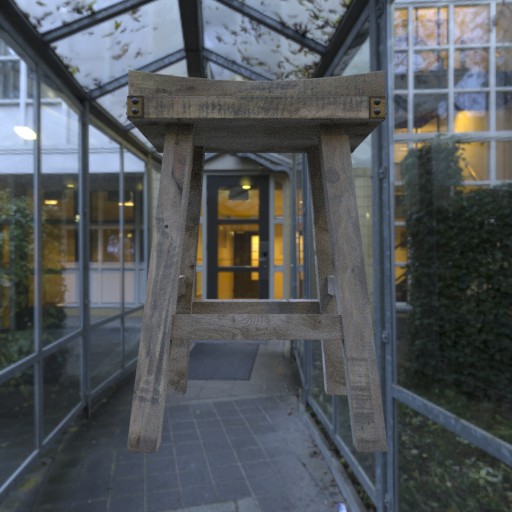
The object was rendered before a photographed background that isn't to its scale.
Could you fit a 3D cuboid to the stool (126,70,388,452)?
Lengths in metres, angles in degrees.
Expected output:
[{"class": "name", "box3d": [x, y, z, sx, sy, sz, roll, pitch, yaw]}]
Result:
[{"class": "stool", "box3d": [0.000, 0.000, 0.882, 0.450, 0.635, 0.330, 0, 0, 0]}]
